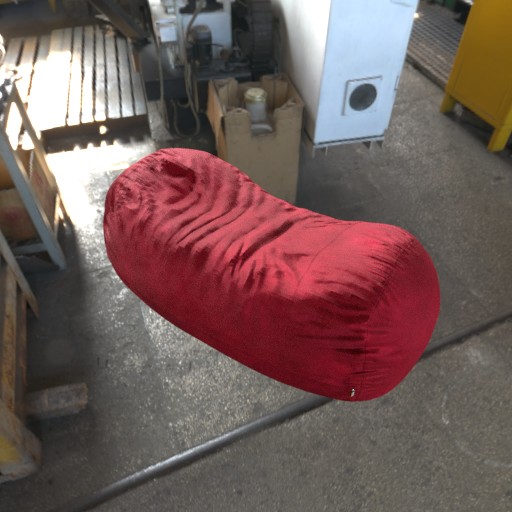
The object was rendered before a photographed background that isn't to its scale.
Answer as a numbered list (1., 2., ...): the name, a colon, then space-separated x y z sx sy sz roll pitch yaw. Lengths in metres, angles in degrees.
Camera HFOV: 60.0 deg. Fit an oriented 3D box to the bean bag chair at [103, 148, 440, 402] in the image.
1. bean bag chair: 0.000 0.000 2.866 2.293 0.867 1.216 25 51 22
